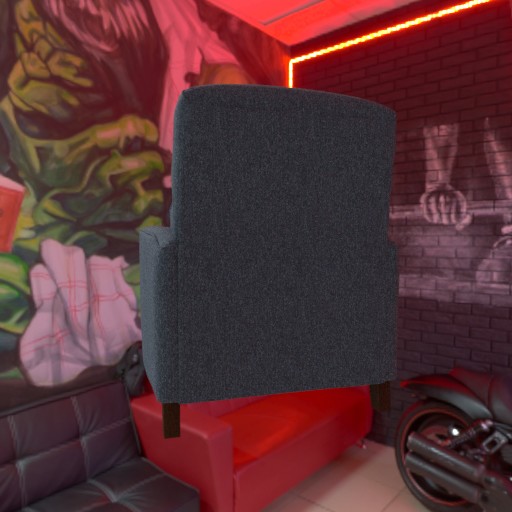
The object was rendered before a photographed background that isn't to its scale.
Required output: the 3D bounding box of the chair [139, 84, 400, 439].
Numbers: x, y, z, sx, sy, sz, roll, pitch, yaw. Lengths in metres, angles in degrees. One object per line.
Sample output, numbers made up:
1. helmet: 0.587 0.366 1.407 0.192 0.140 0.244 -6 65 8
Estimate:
1. chair: 0.000 0.000 1.668 0.839 1.016 0.850 -1 2 -16
